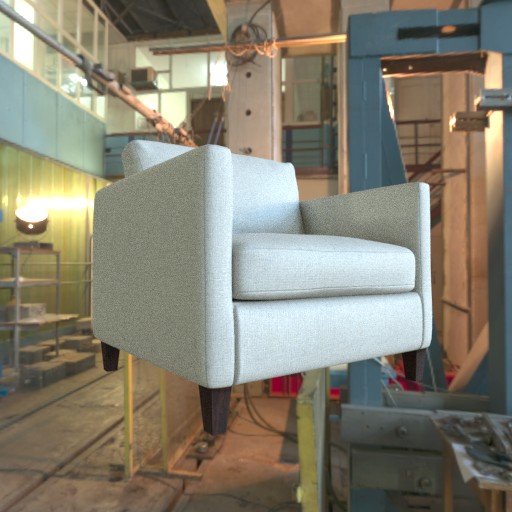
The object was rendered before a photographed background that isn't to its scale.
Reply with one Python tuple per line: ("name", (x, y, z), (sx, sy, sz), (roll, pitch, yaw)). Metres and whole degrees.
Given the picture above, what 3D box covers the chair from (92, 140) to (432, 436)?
("chair", (0.000, 0.000, 1.717), (0.996, 0.919, 0.959), (1, -1, -36))
